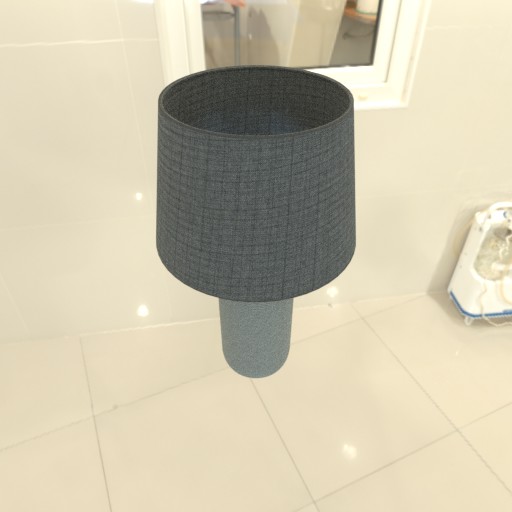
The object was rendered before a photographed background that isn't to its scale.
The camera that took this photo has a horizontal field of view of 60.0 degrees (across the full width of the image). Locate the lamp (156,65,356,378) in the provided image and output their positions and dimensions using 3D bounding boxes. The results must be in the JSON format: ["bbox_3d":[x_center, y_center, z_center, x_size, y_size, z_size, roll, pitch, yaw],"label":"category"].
[{"bbox_3d":[0.000,0.000,0.591,0.251,0.429,0.251,0,40,0],"label":"lamp"}]
